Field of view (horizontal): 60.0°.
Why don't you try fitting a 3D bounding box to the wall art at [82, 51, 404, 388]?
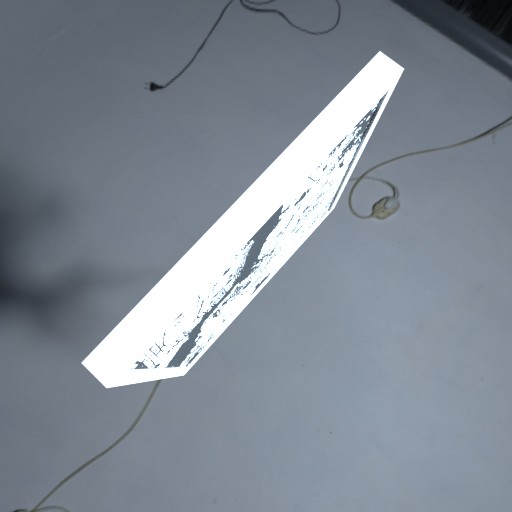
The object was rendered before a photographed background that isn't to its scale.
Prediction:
[{"bbox_3d":[0.000,0.000,0.750,0.038,0.506,0.506,41,80,9],"label":"wall art"}]
